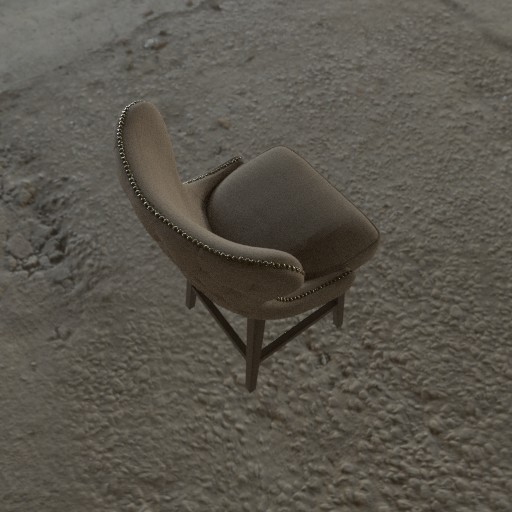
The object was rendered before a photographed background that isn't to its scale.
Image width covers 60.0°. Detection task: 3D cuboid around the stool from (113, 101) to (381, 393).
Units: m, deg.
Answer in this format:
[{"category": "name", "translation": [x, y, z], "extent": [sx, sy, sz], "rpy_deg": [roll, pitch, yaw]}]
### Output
[{"category": "stool", "translation": [0.000, 0.000, 1.373], "extent": [0.597, 0.972, 0.615], "rpy_deg": [-32, 64, -18]}]
